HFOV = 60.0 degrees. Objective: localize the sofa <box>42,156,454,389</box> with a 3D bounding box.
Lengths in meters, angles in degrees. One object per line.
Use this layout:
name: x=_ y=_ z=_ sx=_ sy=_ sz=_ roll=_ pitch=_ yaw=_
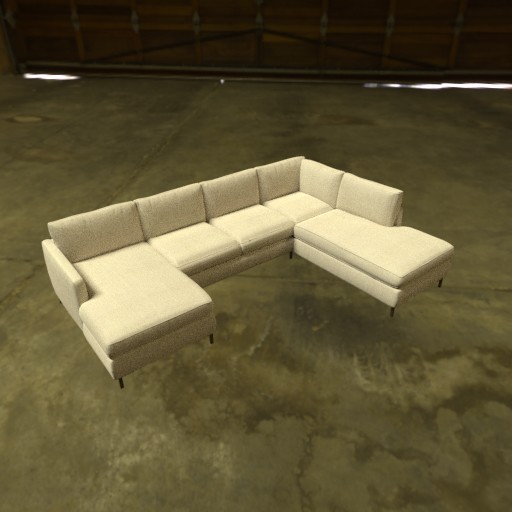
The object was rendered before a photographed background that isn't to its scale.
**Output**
sofa: x=0.000 y=0.000 z=3.532 sx=2.737 sy=0.756 sz=1.879 roll=-22 pitch=37 yaw=-33
